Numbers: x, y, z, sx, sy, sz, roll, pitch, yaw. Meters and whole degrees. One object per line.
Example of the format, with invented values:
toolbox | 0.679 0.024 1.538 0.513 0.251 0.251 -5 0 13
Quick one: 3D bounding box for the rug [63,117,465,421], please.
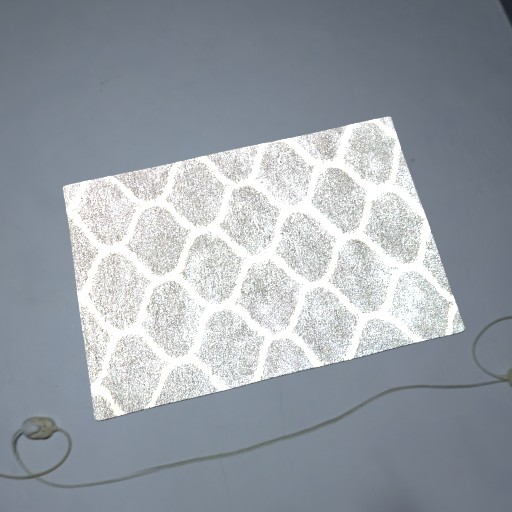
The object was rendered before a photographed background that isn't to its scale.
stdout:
rug | 0.000 0.000 3.352 2.701 0.026 1.801 -13 76 -3
